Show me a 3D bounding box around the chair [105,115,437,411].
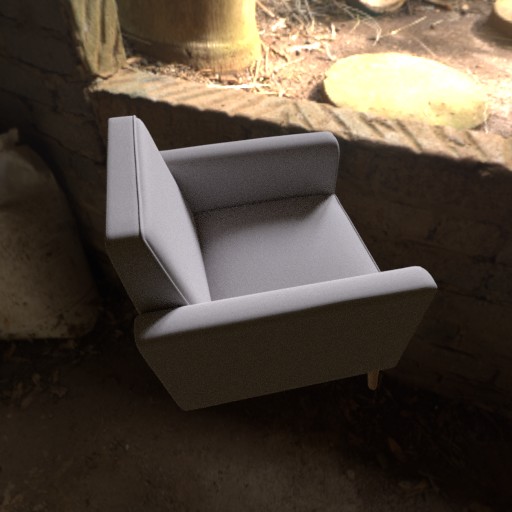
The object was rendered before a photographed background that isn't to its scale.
[{"bbox_3d":[0.000,0.000,1.400,0.750,0.780,0.780,-9,45,-9],"label":"chair"}]
